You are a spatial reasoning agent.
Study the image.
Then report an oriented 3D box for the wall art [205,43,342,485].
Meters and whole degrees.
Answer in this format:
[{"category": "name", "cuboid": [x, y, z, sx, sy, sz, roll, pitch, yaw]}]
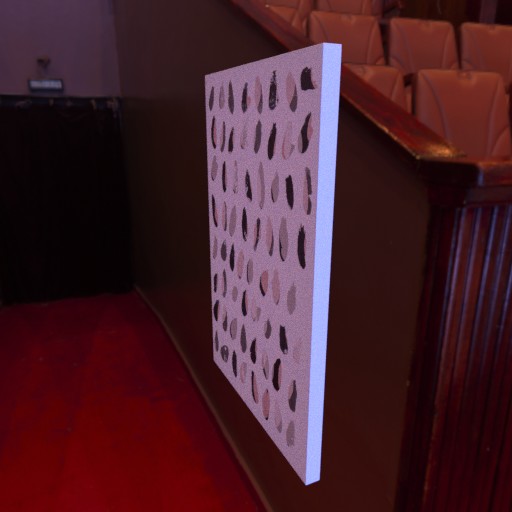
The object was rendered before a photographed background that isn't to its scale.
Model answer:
[{"category": "wall art", "cuboid": [0.000, 0.000, 1.144, 0.037, 0.916, 0.610, -8, 19, -24]}]
